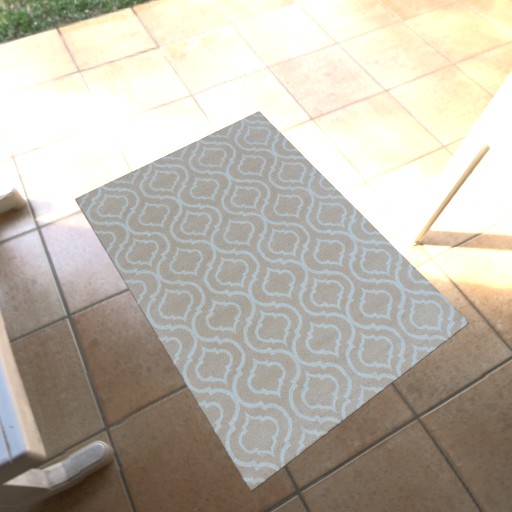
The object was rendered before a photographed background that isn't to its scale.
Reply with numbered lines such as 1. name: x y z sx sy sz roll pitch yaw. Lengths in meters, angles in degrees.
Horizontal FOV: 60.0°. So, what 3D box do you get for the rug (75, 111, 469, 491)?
1. rug: 0.000 0.000 2.781 1.524 0.010 2.134 -31 64 -17
